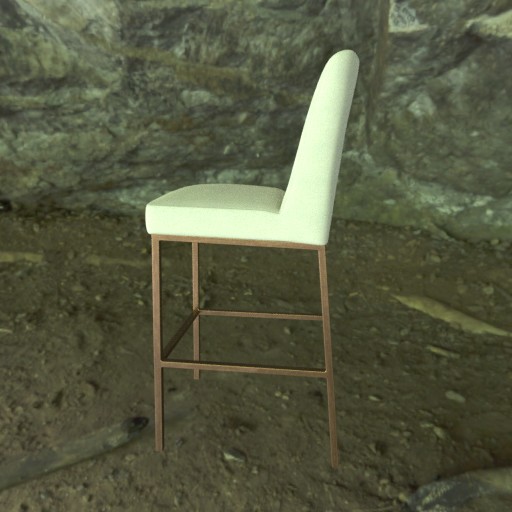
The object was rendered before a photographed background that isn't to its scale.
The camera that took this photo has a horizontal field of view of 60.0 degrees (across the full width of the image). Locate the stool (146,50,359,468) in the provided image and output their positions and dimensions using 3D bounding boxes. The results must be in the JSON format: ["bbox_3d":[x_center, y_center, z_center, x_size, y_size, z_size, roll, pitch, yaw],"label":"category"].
[{"bbox_3d":[0.000,0.000,1.345,0.546,1.084,0.462,2,14,7],"label":"stool"}]
